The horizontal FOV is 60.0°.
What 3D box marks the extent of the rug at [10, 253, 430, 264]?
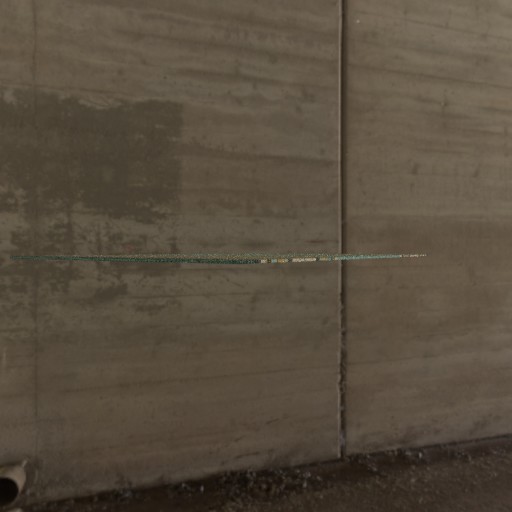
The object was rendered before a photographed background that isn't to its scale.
[{"bbox_3d":[0.000,0.000,2.216,1.212,0.010,1.811,1,1,36],"label":"rug"}]
